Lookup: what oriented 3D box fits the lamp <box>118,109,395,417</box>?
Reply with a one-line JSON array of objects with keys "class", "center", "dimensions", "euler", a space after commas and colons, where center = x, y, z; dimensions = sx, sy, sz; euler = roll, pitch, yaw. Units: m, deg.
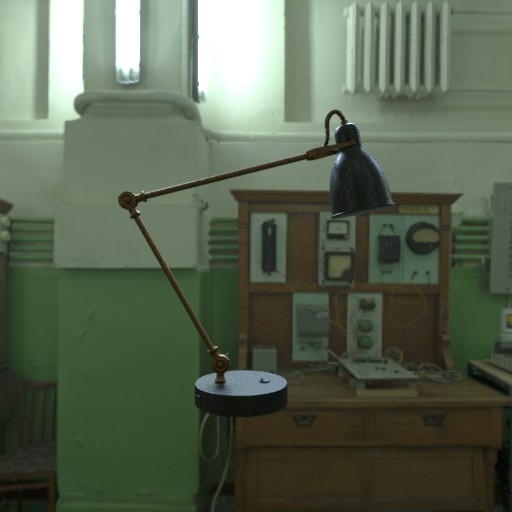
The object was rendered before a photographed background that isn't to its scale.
[{"class": "lamp", "center": [0.000, 0.000, 0.899], "dimensions": [0.561, 0.587, 0.187], "euler": [0, -1, -1]}]
